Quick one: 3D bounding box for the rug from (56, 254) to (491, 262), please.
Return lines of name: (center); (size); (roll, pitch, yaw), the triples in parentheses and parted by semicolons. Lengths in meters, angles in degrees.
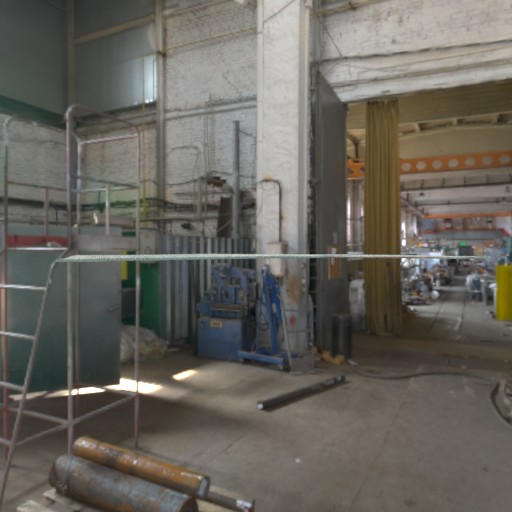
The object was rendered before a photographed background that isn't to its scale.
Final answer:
rug: (0.000, 0.000, 2.884); (2.260, 0.026, 1.611); (0, 1, -19)
